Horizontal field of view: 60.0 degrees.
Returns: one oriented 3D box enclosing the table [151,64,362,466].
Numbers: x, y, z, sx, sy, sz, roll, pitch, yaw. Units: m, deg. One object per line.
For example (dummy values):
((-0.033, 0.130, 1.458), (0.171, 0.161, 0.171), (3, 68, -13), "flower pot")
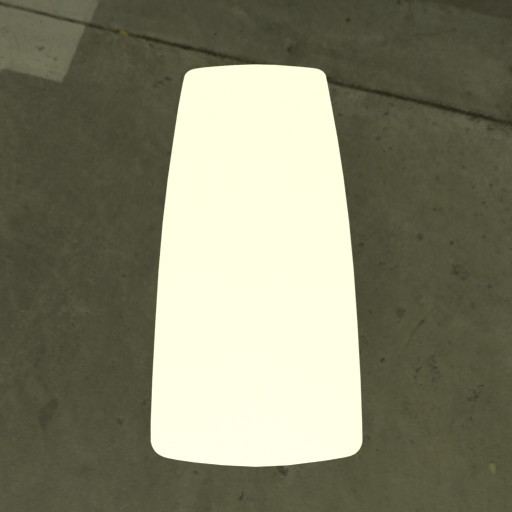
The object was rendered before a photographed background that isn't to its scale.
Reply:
((0.000, 0.000, 1.549), (0.561, 0.474, 1.334), (0, 64, 0), "table")
